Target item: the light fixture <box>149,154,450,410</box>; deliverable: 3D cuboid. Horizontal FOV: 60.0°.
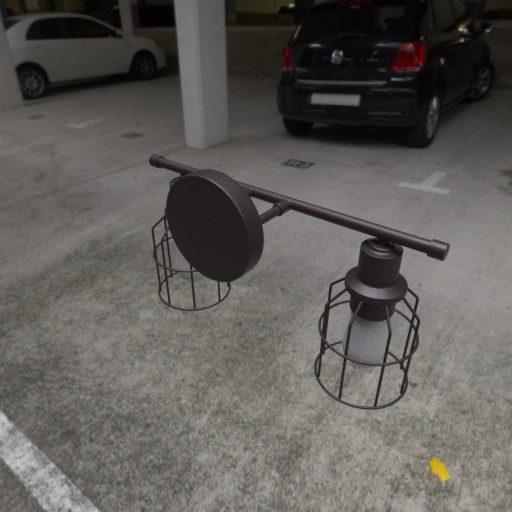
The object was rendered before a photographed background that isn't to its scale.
[{"bbox_3d":[0.000,0.000,0.535,0.406,0.254,0.165,22,38,32],"label":"light fixture"}]
